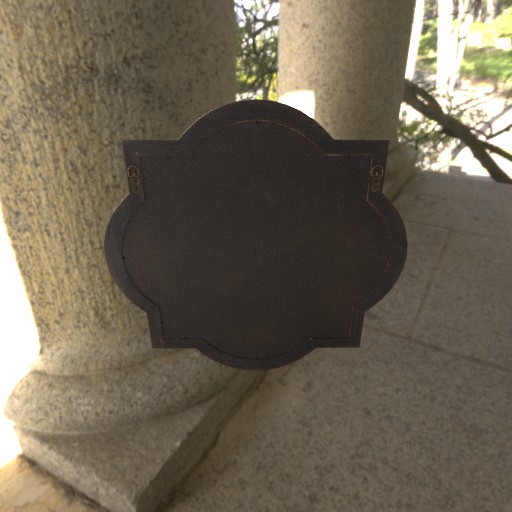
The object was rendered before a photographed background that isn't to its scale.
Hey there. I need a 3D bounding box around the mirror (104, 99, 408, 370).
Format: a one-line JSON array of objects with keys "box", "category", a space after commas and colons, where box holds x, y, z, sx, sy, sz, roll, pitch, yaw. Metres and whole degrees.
[{"box": [0.000, 0.000, 1.040, 0.686, 0.686, 0.019, 0, 29, 0], "category": "mirror"}]
